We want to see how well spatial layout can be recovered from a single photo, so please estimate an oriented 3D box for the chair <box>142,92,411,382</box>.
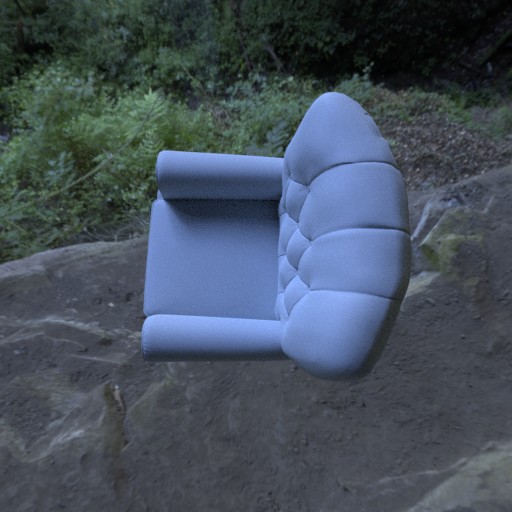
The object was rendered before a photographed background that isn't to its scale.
[{"bbox_3d":[0.000,0.000,2.122,1.128,1.217,1.090,2,77,0],"label":"chair"}]
